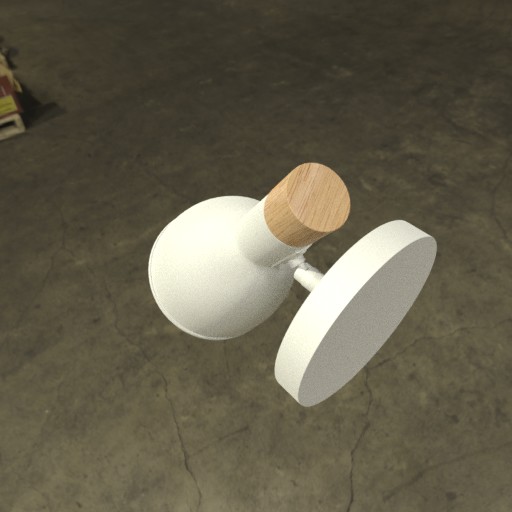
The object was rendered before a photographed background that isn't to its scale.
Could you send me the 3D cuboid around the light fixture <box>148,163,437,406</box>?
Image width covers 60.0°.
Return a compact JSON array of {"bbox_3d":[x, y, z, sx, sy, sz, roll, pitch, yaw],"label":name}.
[{"bbox_3d":[0.000,0.000,0.335,0.127,0.199,0.209,-33,55,-28],"label":"light fixture"}]
